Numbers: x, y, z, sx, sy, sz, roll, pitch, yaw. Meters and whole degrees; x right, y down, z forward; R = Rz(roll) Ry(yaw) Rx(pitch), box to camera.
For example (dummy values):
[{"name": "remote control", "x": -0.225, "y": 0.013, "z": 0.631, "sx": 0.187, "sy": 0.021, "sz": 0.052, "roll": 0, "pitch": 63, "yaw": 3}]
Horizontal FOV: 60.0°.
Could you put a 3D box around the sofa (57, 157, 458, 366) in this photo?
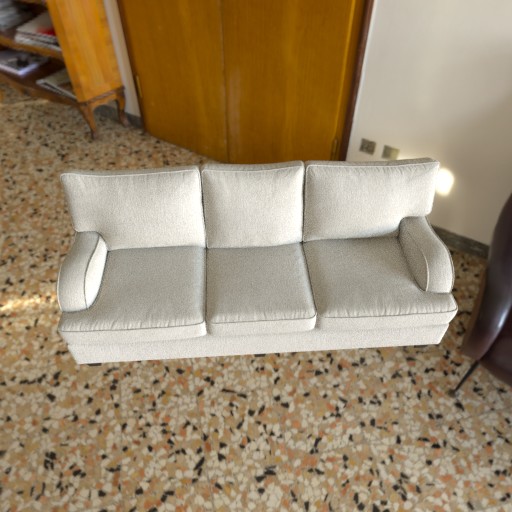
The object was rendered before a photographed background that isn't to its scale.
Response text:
[{"name": "sofa", "x": 0.000, "y": 0.000, "z": 2.824, "sx": 2.323, "sy": 0.991, "sz": 1.016, "roll": -3, "pitch": 47, "yaw": -2}]
